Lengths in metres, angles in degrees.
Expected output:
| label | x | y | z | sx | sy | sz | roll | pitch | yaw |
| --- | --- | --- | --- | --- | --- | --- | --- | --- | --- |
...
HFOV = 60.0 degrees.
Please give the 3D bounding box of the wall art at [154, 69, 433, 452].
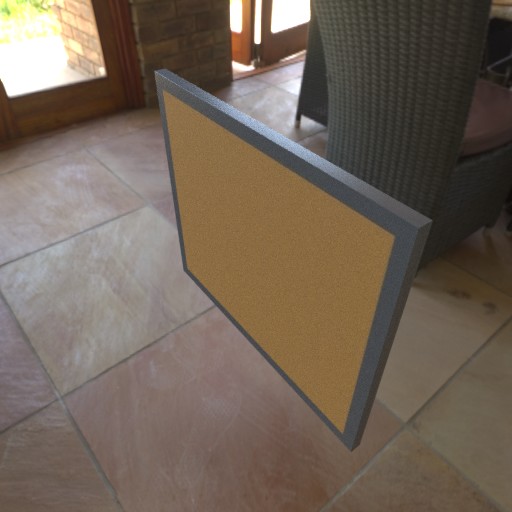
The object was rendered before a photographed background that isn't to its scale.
| label | x | y | z | sx | sy | sz | roll | pitch | yaw |
| --- | --- | --- | --- | --- | --- | --- | --- | --- | --- |
| wall art | 0.000 | 0.000 | 0.898 | 0.026 | 0.558 | 0.660 | -26 | 48 | -27 |
